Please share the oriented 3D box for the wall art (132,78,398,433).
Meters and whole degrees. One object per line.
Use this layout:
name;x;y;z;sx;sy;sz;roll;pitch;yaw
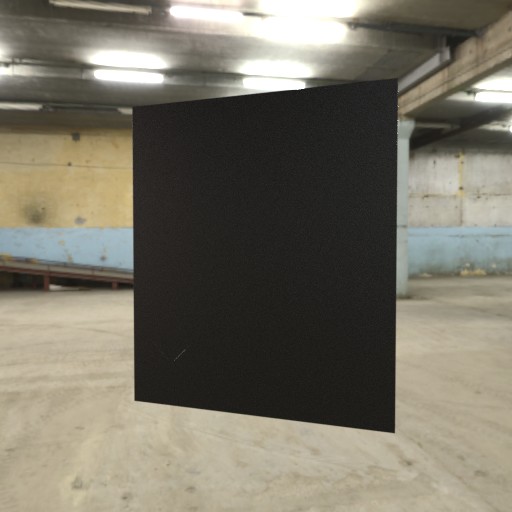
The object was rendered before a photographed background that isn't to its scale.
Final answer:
wall art;0.000;0.000;0.537;0.325;0.380;0.028;0;2;18
